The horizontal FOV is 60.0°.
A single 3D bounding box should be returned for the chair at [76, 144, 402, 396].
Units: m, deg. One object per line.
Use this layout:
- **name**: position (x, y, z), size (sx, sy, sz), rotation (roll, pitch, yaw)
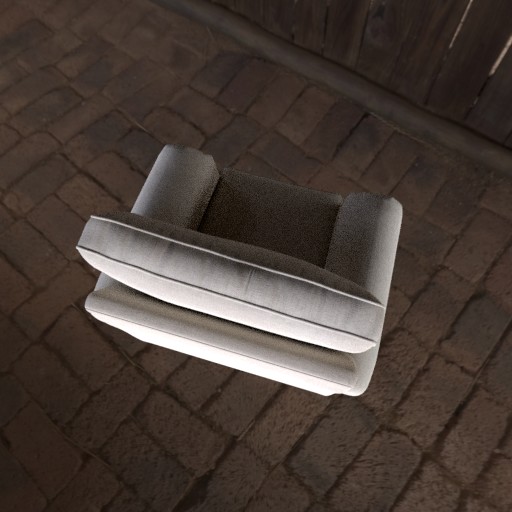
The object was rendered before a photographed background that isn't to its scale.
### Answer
- **chair**: position (0.000, 0.000, 1.872), size (1.092, 0.961, 0.965), rotation (15, 65, 7)
